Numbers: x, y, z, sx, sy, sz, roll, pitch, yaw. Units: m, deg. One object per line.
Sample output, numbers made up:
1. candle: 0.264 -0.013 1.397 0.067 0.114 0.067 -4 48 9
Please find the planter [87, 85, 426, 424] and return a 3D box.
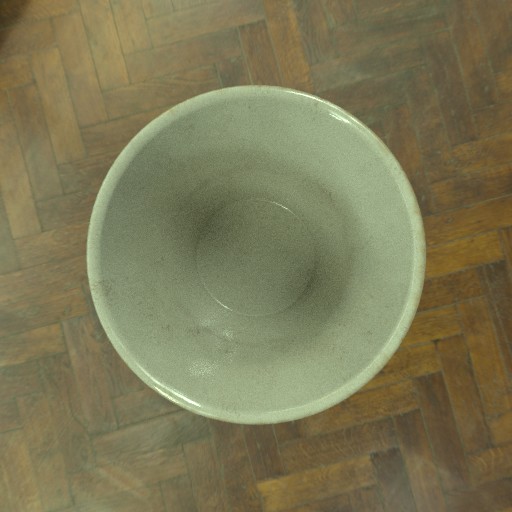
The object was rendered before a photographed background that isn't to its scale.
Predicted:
1. planter: 0.000 0.000 0.216 0.126 0.104 0.126 0 89 0
